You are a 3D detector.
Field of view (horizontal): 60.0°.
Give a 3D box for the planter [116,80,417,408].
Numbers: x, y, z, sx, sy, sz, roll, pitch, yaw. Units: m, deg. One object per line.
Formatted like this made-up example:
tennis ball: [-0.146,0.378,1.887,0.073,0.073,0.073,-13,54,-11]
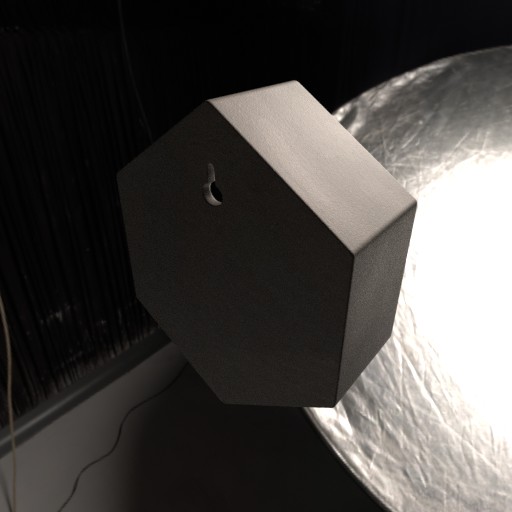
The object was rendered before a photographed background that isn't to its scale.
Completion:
planter: [0.000,0.000,0.289,0.169,0.206,0.077,22,37,32]
